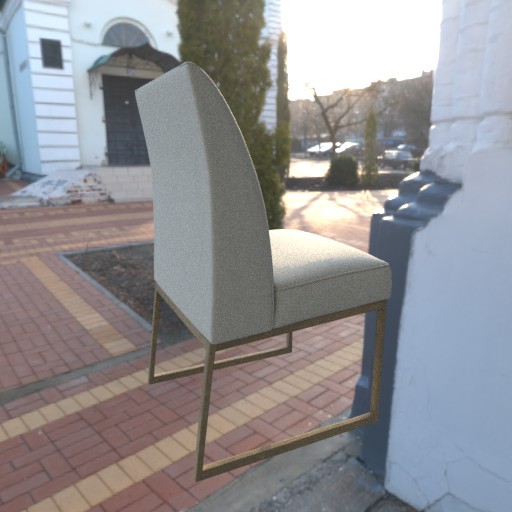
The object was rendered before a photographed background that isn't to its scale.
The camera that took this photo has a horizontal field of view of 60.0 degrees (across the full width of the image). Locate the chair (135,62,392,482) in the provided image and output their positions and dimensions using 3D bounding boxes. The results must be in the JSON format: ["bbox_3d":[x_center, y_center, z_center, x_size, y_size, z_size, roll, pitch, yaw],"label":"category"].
[{"bbox_3d":[0.000,0.000,1.186,0.522,0.863,0.508,-7,15,-25],"label":"chair"}]
